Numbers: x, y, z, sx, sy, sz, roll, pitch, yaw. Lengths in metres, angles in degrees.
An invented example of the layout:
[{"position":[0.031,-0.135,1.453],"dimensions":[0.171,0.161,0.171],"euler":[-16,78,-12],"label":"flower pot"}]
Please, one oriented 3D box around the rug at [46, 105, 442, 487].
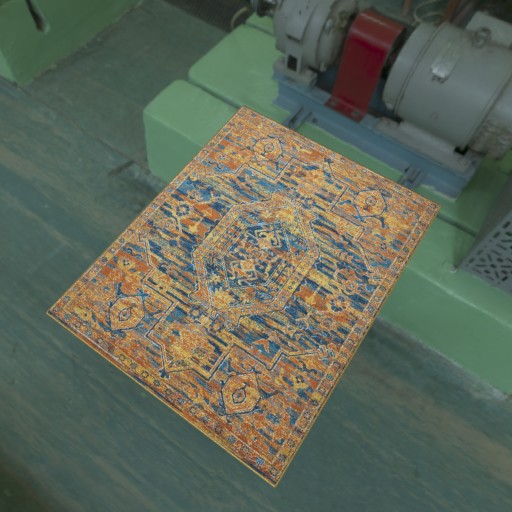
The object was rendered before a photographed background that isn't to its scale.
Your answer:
[{"position":[0.000,0.000,4.183],"dimensions":[2.435,0.031,3.040],"euler":[31,67,15],"label":"rug"}]
